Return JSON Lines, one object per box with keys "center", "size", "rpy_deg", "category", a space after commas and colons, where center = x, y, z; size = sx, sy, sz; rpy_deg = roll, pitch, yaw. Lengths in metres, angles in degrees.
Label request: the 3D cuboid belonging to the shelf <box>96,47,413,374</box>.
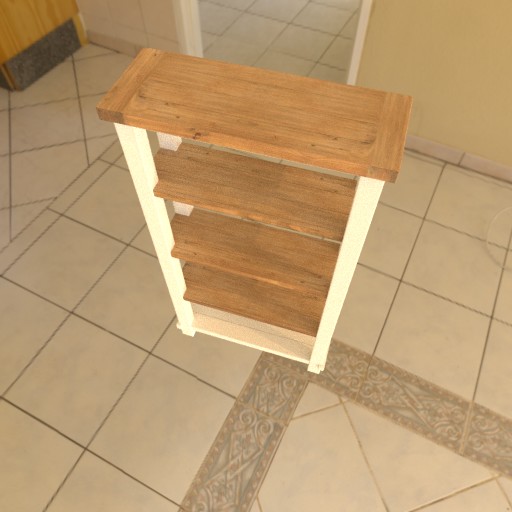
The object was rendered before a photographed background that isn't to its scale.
{"center": [0.000, 0.000, 2.293], "size": [1.022, 1.878, 0.381], "rpy_deg": [14, 57, 10], "category": "shelf"}
